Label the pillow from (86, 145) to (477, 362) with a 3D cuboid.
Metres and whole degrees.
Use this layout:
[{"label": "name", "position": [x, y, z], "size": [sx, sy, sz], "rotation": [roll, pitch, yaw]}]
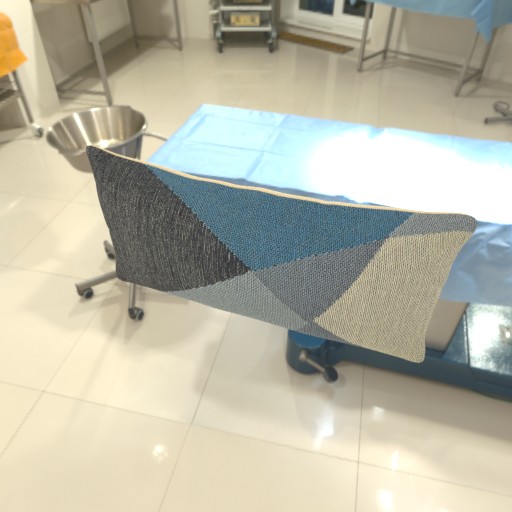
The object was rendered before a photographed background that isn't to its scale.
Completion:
[{"label": "pillow", "position": [0.000, 0.000, 0.735], "size": [0.604, 0.307, 0.148], "rotation": [13, 43, 15]}]
